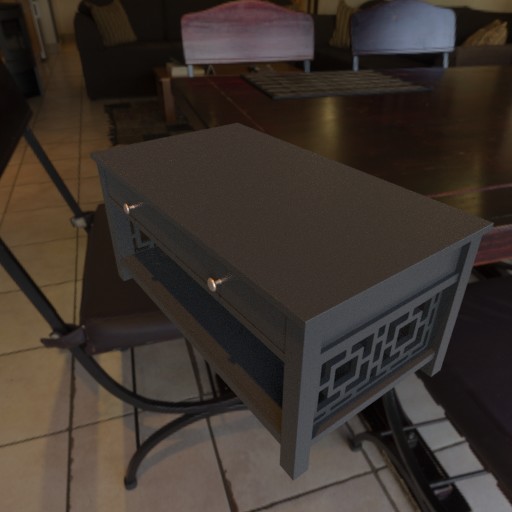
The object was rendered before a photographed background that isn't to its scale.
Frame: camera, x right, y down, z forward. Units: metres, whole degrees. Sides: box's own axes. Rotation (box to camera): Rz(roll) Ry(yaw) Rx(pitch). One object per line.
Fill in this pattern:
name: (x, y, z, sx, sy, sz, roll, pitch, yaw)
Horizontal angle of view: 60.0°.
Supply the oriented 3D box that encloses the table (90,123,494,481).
table: (0.000, 0.000, 1.390, 0.612, 0.493, 1.068, -22, 38, -30)
